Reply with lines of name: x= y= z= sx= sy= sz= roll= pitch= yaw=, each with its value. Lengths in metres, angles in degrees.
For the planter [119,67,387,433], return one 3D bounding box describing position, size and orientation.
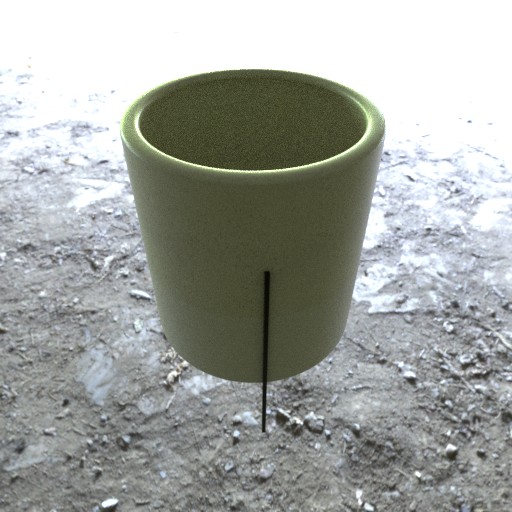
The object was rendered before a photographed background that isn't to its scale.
planter: x=0.000 y=0.000 z=0.707 sx=0.333 sy=0.483 sz=0.324 roll=-25 pitch=47 yaw=-26
